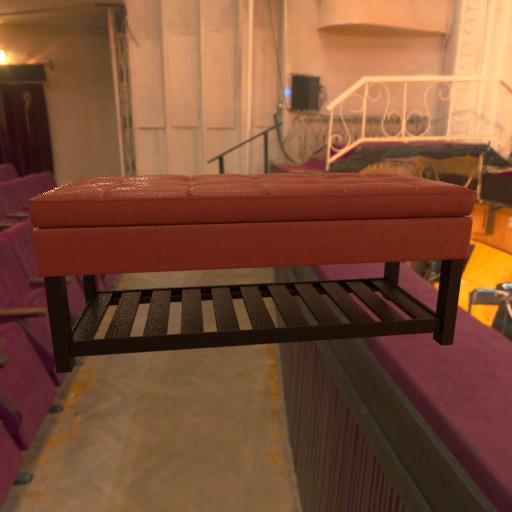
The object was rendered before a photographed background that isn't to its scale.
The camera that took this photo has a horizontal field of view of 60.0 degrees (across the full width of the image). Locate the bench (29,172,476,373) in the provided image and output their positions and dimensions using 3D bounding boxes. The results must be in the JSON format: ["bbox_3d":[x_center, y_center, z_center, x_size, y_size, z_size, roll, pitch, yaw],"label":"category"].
[{"bbox_3d":[0.000,0.000,1.321,1.105,0.460,0.432,-2,15,-8],"label":"bench"}]
